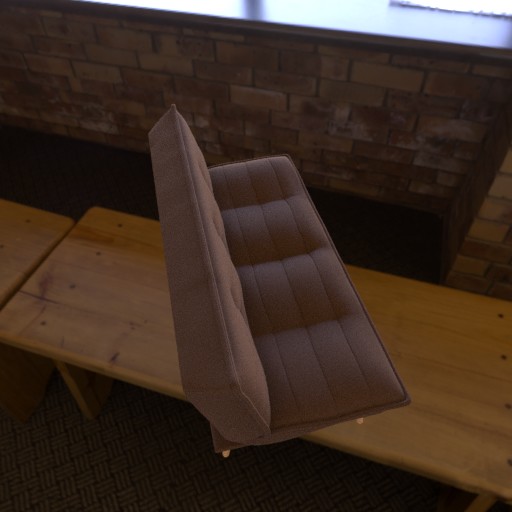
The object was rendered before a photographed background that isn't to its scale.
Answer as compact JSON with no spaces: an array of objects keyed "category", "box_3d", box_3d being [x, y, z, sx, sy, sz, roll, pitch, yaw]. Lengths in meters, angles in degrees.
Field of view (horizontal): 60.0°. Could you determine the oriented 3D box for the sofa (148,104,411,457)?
[{"category":"sofa","box_3d":[0.000,0.000,2.455,0.950,0.890,1.940,-10,48,-9]}]
